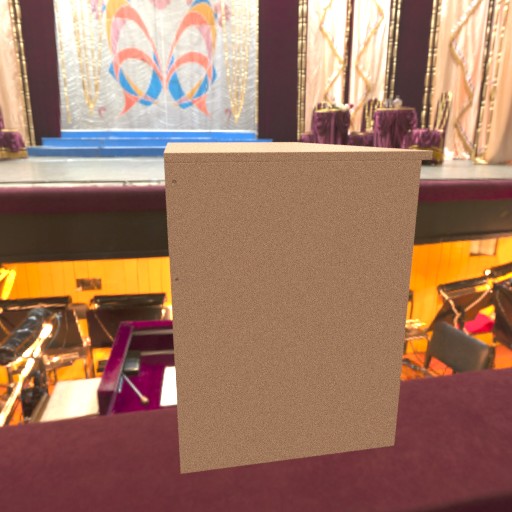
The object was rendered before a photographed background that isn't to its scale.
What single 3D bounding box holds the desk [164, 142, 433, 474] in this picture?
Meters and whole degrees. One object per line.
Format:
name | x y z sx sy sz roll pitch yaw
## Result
desk | 0.000 0.000 1.507 0.560 0.730 1.100 -3 16 -10
